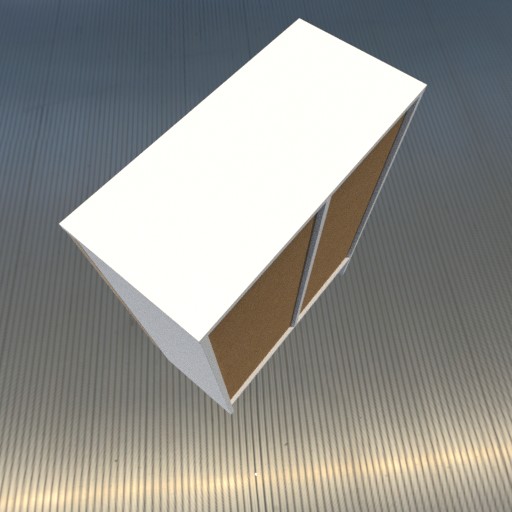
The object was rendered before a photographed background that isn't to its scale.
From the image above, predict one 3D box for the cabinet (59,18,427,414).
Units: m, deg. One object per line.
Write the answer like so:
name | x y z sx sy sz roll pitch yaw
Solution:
cabinet | 0.000 0.000 1.093 0.296 0.815 0.600 36 69 16
